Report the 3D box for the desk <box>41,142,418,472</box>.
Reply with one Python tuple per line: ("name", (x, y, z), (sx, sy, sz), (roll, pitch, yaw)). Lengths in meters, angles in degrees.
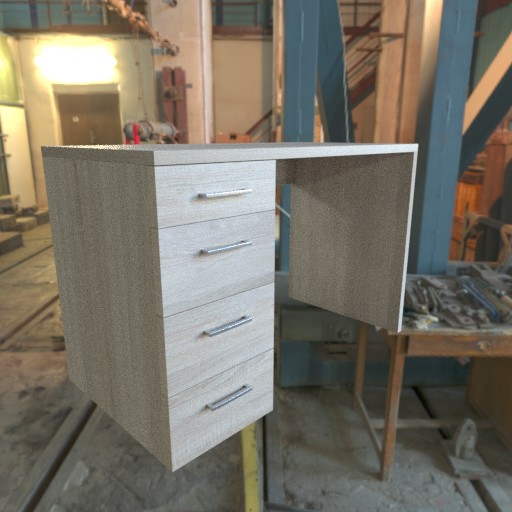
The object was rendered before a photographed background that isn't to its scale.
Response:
("desk", (0.000, 0.000, 1.503), (1.100, 0.731, 0.600), (-15, 21, -43))
